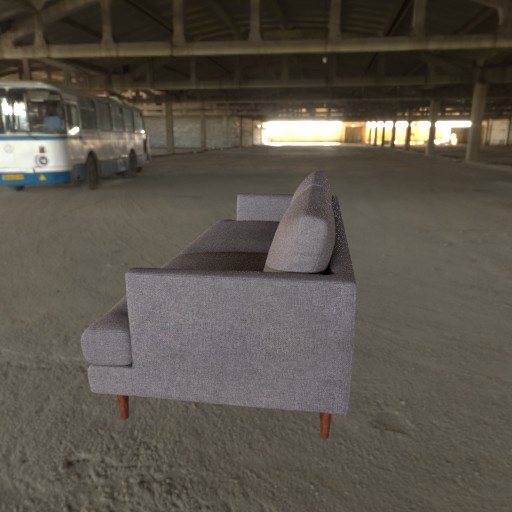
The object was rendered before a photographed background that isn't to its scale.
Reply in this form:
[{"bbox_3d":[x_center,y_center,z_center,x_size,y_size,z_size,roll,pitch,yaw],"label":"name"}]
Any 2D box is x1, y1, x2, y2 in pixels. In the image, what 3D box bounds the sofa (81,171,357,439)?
[{"bbox_3d":[0.000,0.000,2.660,1.020,0.868,2.250,2,16,8],"label":"sofa"}]
